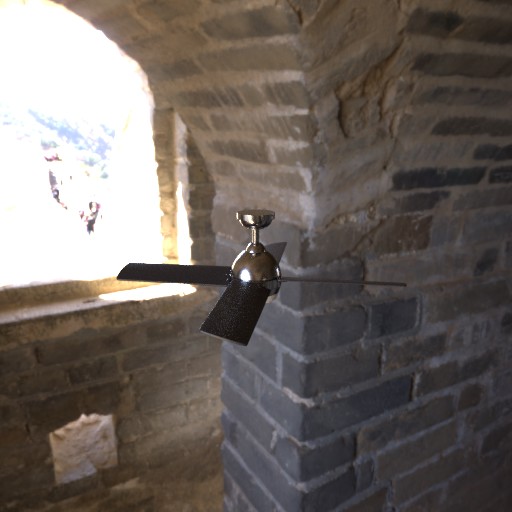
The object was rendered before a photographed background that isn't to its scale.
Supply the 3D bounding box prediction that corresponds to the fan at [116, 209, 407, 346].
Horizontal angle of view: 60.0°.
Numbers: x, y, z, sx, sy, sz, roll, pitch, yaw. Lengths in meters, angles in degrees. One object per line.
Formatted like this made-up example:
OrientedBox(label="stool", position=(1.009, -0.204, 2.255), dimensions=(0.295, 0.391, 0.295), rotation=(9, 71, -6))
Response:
OrientedBox(label="fan", position=(0.000, 0.000, 2.029), dimensions=(1.332, 0.403, 1.332), rotation=(2, 15, 9))
